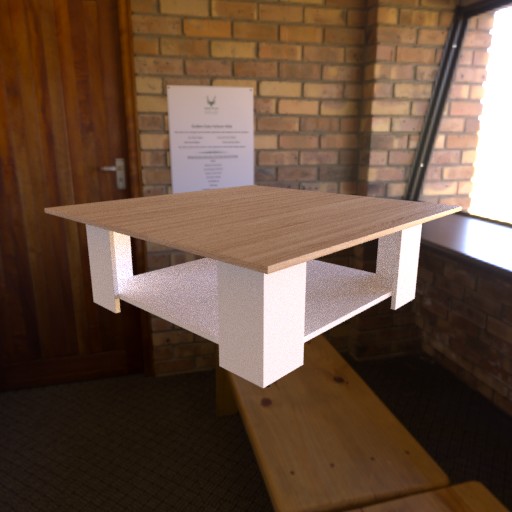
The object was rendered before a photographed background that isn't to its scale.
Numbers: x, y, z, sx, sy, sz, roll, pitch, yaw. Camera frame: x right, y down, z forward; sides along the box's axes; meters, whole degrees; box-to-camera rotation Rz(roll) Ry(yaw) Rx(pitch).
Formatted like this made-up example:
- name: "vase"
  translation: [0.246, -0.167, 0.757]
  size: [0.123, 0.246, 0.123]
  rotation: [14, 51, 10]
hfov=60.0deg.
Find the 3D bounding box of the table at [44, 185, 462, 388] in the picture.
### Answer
- name: "table"
  translation: [0.000, 0.000, 1.375]
  size: [0.890, 0.305, 0.890]
  rotation: [14, 20, 41]
